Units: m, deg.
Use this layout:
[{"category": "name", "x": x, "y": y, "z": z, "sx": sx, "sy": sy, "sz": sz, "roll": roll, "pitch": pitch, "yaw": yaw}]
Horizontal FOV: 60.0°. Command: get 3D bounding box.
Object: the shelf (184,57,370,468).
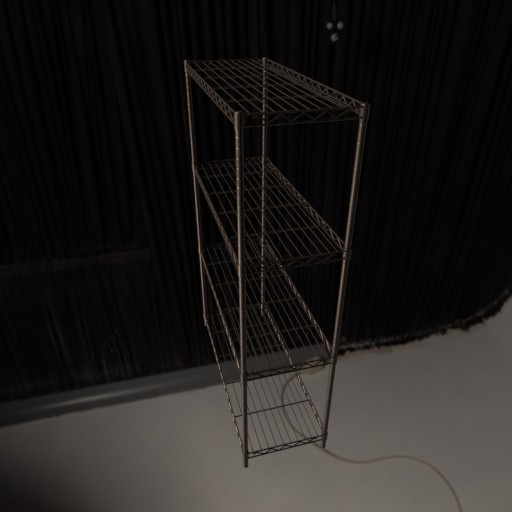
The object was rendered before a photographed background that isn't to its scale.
[{"category": "shelf", "x": 0.000, "y": 0.000, "z": 1.792, "sx": 0.352, "sy": 1.361, "sz": 0.907, "roll": -8, "pitch": 32, "yaw": -13}]
